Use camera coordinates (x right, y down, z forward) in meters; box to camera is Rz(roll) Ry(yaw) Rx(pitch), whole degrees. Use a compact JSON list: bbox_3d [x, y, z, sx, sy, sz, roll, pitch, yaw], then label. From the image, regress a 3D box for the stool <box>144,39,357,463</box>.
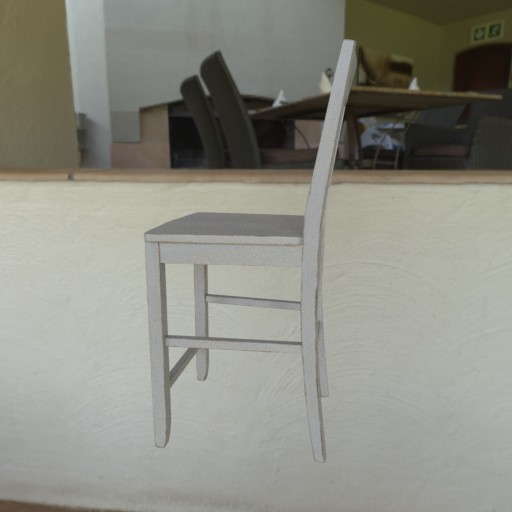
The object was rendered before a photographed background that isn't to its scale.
[{"bbox_3d":[0.000,0.000,1.332,0.539,1.079,0.462,2,13,10],"label":"stool"}]
